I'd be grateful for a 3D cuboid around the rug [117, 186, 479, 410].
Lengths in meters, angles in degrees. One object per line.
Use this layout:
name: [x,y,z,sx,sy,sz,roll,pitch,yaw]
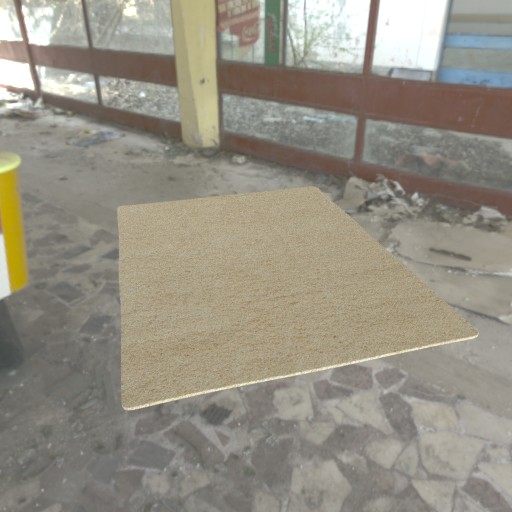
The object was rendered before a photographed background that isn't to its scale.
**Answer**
rug: [0.000,0.000,4.023,2.401,0.025,3.001,-8,30,-14]
